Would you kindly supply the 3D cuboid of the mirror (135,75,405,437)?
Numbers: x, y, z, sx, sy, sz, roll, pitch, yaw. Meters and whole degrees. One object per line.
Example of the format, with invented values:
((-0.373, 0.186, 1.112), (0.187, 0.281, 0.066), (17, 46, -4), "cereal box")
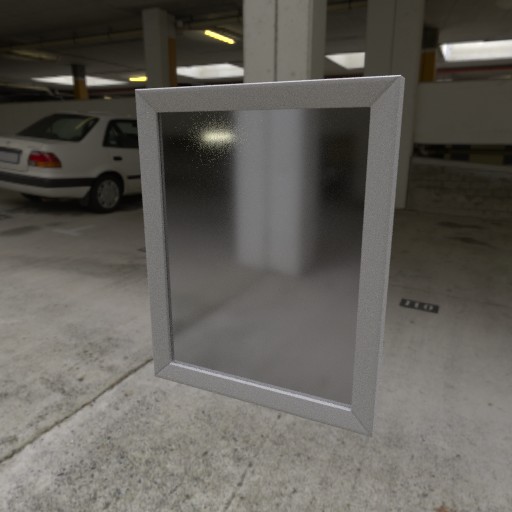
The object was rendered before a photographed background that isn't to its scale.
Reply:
((0.000, 0.000, 0.701), (0.405, 0.508, 0.041), (7, 17, 25), "mirror")
